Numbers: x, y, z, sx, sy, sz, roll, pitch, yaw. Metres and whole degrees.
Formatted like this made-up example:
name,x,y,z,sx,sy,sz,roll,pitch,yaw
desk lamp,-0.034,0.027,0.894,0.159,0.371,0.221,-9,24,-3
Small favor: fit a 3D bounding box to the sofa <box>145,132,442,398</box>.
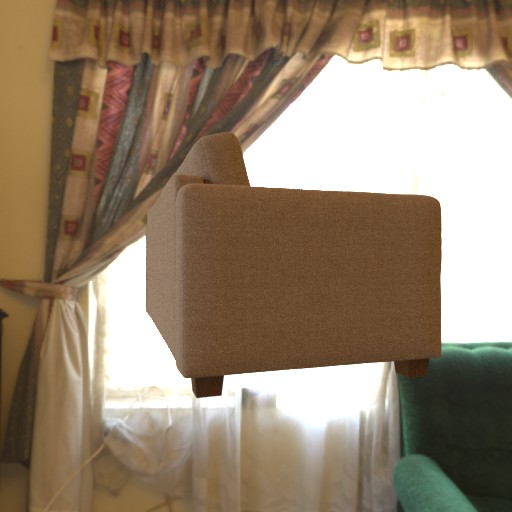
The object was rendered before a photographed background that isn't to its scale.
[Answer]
name,x,y,z,sx,sy,sz,roll,pitch,yaw
sofa,0.000,0.000,2.040,0.900,0.800,1.520,0,0,-18
